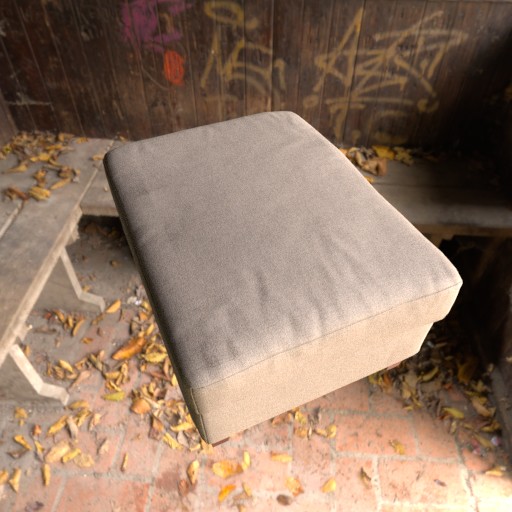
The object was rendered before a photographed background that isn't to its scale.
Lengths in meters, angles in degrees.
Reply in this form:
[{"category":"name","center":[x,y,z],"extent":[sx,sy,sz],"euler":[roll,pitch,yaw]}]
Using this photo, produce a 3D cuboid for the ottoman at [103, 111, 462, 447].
[{"category":"ottoman","center":[0.000,0.000,1.347],"extent":[0.692,0.511,0.902],"euler":[-18,49,-17]}]
